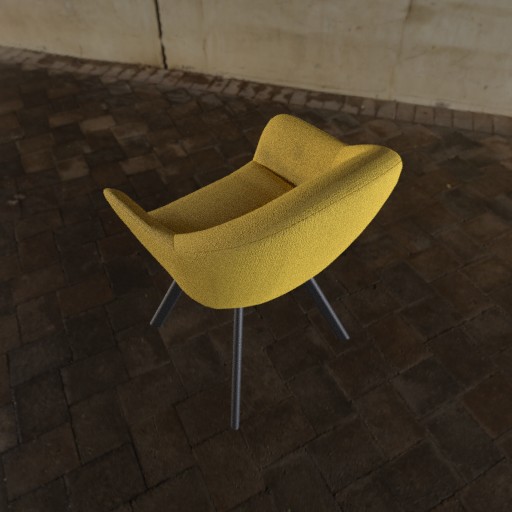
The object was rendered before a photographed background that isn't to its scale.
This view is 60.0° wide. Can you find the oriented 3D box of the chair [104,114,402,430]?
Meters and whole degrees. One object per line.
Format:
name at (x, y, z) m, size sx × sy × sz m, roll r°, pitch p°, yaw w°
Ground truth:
chair at (0.000, 0.000, 1.151) m, size 0.545 × 0.775 × 0.565 m, roll -31°, pitch 53°, yaw -27°
